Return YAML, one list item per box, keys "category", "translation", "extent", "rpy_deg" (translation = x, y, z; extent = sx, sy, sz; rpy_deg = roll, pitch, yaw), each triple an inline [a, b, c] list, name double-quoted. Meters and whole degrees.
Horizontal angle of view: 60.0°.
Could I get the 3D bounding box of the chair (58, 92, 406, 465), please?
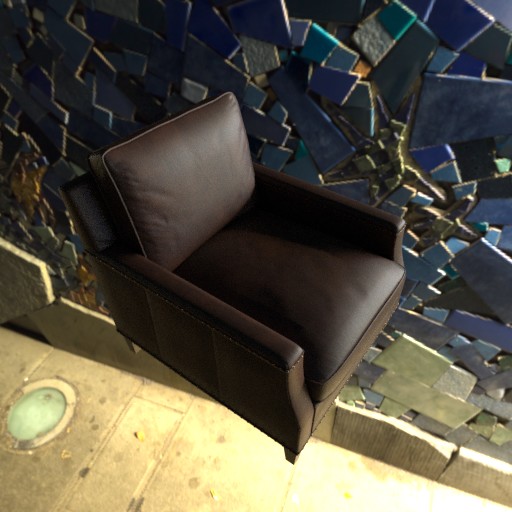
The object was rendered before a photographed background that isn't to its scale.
- category: "chair"
  translation: [0.000, 0.000, 1.707]
  extent: [1.014, 0.929, 0.853]
  rpy_deg: [26, 47, 26]
